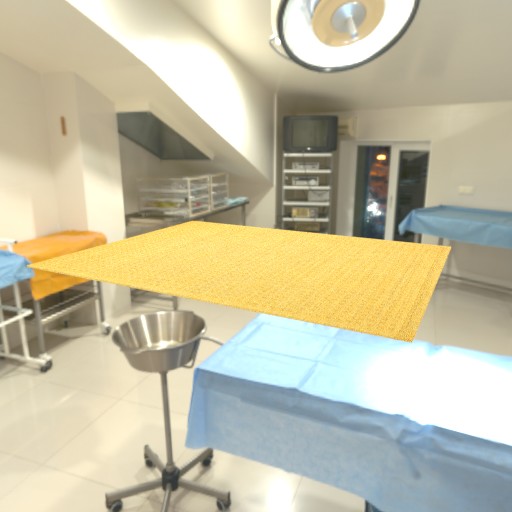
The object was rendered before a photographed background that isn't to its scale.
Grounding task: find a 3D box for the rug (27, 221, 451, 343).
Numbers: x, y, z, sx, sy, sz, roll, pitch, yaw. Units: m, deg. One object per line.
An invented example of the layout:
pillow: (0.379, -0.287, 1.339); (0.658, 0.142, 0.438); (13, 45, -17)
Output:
rug: (0.000, 0.000, 4.230); (3.242, 0.015, 2.486); (8, 17, 27)
